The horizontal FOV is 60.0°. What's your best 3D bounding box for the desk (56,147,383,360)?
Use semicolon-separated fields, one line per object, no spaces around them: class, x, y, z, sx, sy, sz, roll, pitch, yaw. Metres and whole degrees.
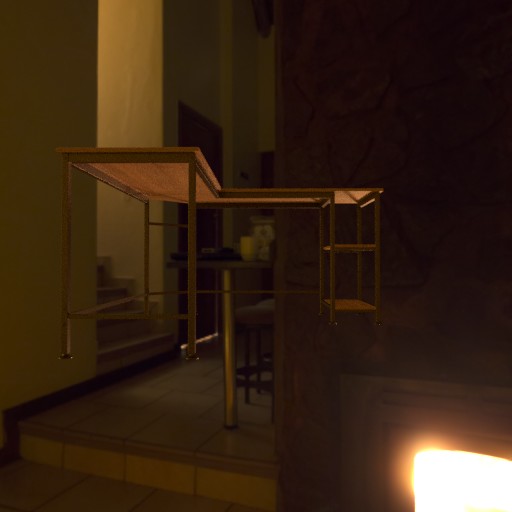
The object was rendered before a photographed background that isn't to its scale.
desk;0.000;0.000;2.225;1.379;0.739;1.379;0;-1;1
